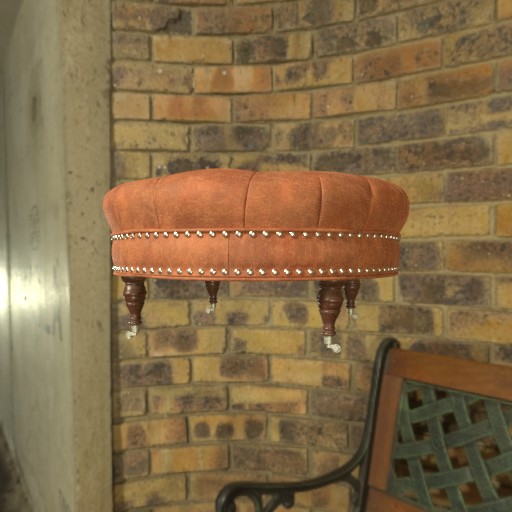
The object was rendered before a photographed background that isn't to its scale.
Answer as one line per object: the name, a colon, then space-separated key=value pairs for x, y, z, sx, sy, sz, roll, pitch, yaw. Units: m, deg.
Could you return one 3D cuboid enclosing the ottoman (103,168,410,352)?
ottoman: x=0.000 y=0.000 z=1.377 sx=0.901 sy=0.444 sz=0.901 roll=0 pitch=0 yaw=0
